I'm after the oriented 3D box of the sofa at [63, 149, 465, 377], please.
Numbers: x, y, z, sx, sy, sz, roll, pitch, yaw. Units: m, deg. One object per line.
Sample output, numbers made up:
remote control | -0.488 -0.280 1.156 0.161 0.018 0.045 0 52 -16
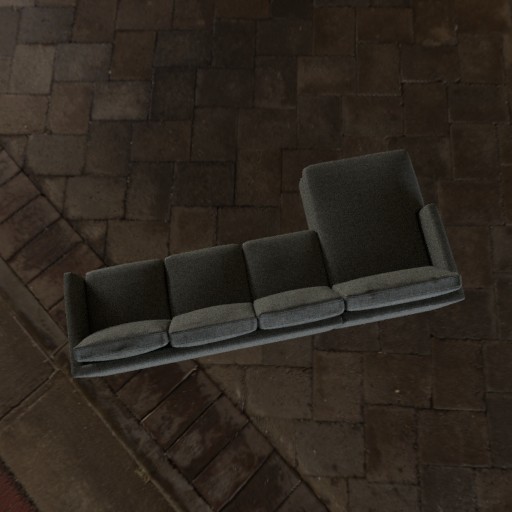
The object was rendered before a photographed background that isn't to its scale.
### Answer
sofa | 0.000 0.000 4.235 3.485 0.960 1.635 -11 76 -3
